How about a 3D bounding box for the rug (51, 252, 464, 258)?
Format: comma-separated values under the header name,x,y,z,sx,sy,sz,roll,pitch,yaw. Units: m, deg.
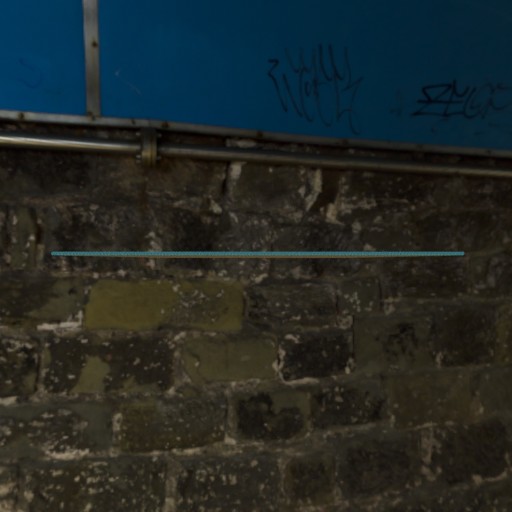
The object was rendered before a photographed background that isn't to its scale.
name,x,y,z,sx,sy,sz,roll,pitch,yaw
rug,0.000,0.000,2.816,1.594,0.013,2.213,0,-1,-1
